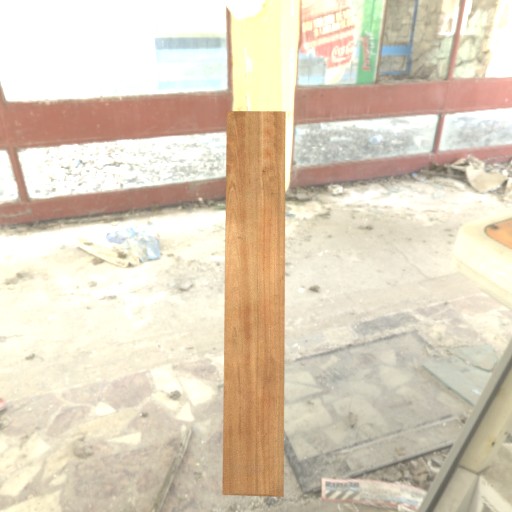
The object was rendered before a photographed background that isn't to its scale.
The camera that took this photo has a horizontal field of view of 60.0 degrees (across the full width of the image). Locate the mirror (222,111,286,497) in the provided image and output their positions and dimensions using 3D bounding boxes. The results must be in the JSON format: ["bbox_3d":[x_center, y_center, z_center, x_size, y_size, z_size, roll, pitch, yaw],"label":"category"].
[{"bbox_3d":[0.000,0.000,0.870,0.100,0.548,0.631,0,27,1],"label":"mirror"}]
